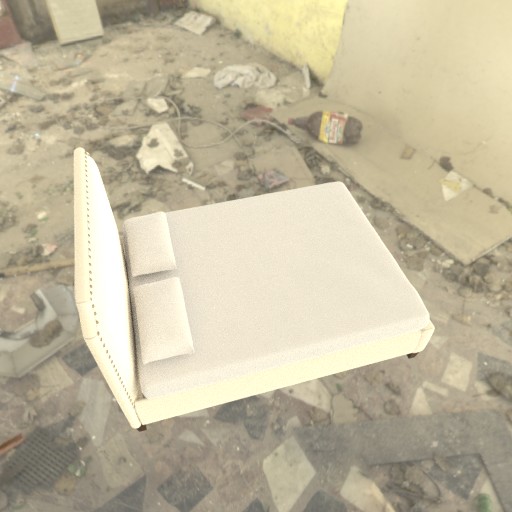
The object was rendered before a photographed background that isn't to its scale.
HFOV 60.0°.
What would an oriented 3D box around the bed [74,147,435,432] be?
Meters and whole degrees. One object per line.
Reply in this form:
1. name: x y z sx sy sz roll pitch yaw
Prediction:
1. bed: 0.000 0.000 3.477 2.372 1.497 1.712 -12 49 -11
